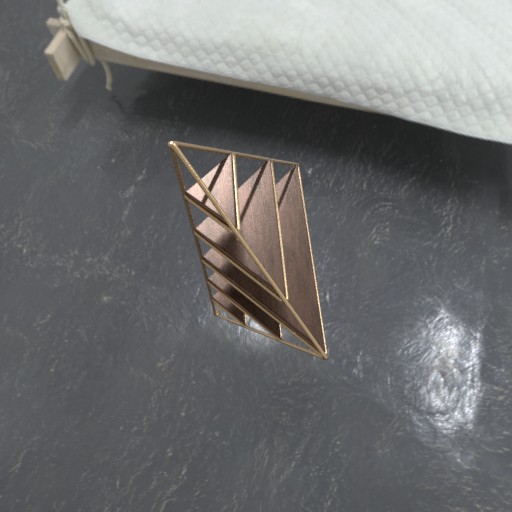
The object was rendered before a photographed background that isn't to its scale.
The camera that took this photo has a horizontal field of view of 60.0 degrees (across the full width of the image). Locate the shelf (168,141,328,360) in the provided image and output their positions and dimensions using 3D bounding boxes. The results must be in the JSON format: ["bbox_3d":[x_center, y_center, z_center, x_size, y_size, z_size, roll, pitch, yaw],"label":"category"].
[{"bbox_3d":[0.000,0.000,1.151,0.294,0.913,0.564,-4,64,-2],"label":"shelf"}]
